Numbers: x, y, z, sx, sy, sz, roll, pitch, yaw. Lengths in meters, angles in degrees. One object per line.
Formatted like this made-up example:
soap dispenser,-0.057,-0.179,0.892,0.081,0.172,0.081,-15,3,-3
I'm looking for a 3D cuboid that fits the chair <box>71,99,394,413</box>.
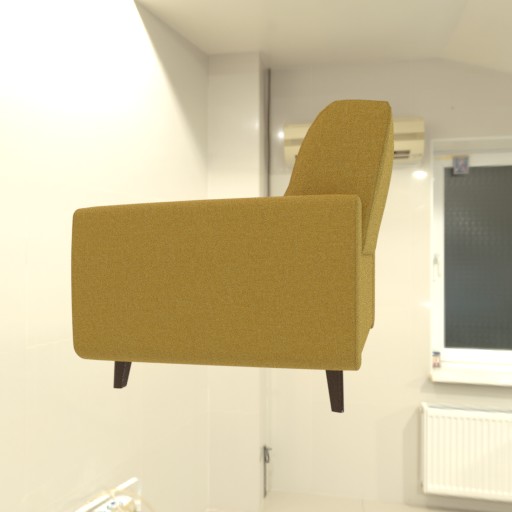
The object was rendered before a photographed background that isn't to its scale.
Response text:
chair,0.000,0.000,1.533,0.909,0.841,0.831,0,0,18
